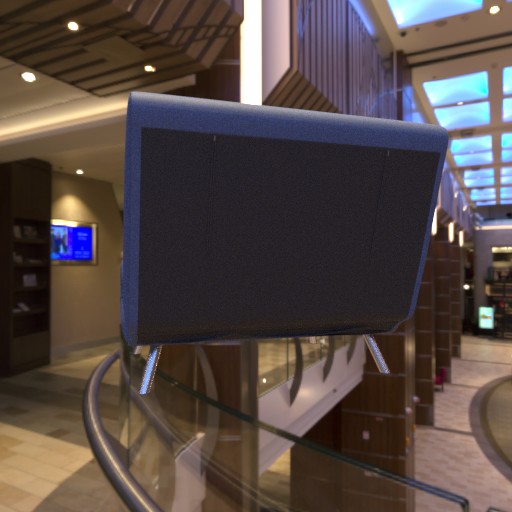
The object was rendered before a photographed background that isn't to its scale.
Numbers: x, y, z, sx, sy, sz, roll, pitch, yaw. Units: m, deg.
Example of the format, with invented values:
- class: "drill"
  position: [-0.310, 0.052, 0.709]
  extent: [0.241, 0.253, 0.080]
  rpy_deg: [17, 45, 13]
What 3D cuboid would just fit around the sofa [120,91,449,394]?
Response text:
- class: "sofa"
  position: [0.000, 0.000, 1.713]
  extent: [0.999, 0.860, 0.996]
  rpy_deg: [0, -1, -17]
